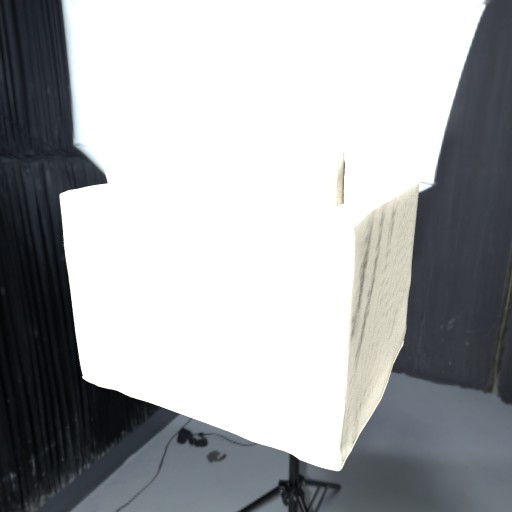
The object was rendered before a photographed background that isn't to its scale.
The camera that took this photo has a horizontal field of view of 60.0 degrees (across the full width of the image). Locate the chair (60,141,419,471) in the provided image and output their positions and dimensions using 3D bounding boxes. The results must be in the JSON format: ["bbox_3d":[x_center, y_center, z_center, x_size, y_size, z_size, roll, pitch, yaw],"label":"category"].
[{"bbox_3d":[0.000,0.000,1.716,1.057,0.867,0.949,8,18,27],"label":"chair"}]
